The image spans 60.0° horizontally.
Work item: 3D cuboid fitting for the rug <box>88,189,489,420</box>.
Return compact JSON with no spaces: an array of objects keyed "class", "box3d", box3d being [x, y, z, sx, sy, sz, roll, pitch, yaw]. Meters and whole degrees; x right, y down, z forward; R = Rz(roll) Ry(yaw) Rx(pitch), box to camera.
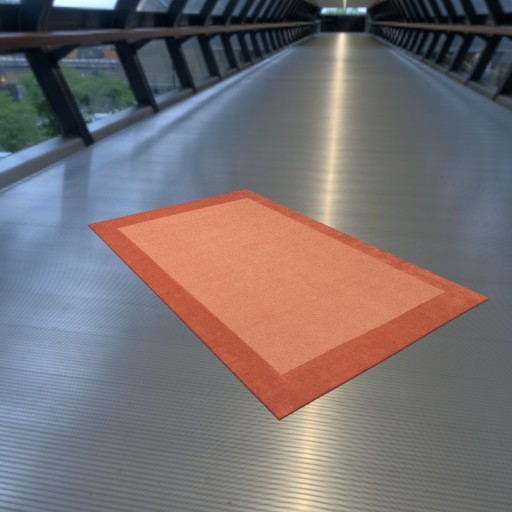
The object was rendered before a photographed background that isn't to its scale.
[{"class":"rug","box3d":[0.000,0.000,3.015,1.524,0.014,2.438,-18,32,-31]}]
